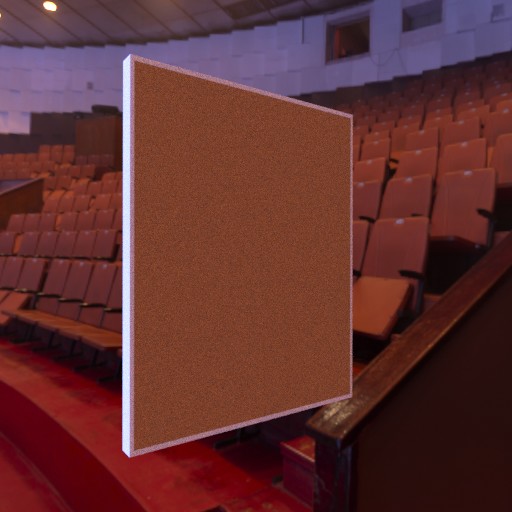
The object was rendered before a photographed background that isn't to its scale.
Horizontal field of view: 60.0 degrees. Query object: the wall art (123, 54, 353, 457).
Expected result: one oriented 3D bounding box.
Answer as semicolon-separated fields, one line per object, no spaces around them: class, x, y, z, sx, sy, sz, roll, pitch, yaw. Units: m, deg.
wall art;0.000;0.000;0.743;0.443;0.549;0.030;0;0;-36
